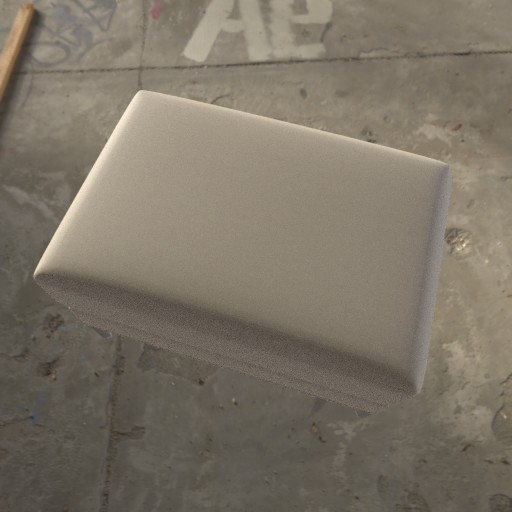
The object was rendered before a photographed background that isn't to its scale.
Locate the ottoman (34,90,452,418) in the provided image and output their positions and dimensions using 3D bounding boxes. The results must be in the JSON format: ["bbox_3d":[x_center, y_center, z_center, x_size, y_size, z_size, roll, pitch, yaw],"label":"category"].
[{"bbox_3d":[0.000,0.000,1.178,0.835,0.497,0.581,15,65,7],"label":"ottoman"}]
